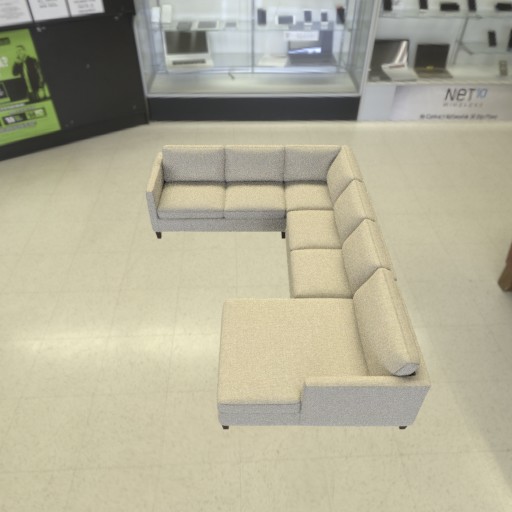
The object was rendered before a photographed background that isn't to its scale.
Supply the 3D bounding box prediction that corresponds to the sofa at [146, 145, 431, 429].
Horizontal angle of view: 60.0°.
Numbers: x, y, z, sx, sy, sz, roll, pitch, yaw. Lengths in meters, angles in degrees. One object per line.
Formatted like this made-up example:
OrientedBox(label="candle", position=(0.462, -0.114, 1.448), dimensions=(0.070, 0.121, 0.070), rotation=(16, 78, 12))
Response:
OrientedBox(label="sofa", position=(0.000, 0.000, 4.564), dimensions=(2.551, 0.889, 3.403), rotation=(0, 42, 0))
